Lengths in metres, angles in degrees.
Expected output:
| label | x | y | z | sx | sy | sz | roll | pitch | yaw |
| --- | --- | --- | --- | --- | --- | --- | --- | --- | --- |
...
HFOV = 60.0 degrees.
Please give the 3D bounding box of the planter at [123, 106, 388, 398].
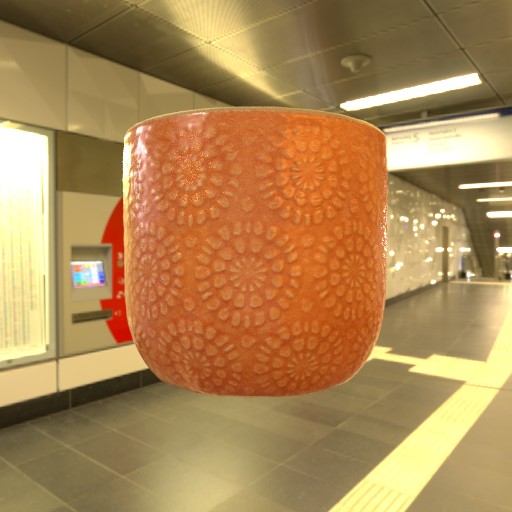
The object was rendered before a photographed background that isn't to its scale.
| label | x | y | z | sx | sy | sz | roll | pitch | yaw |
| --- | --- | --- | --- | --- | --- | --- | --- | --- | --- |
| planter | 0.000 | 0.000 | 0.290 | 0.170 | 0.152 | 0.170 | 0 | 1 | 0 |
